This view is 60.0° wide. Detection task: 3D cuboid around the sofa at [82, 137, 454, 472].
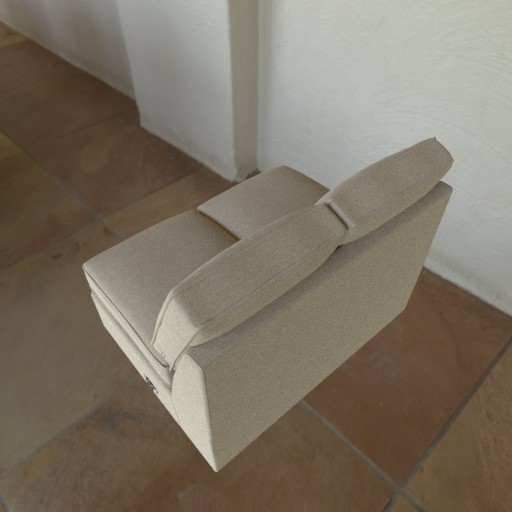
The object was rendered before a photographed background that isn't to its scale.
[{"bbox_3d":[0.000,0.000,1.925,1.237,1.008,0.951,-32,53,-28],"label":"sofa"}]
